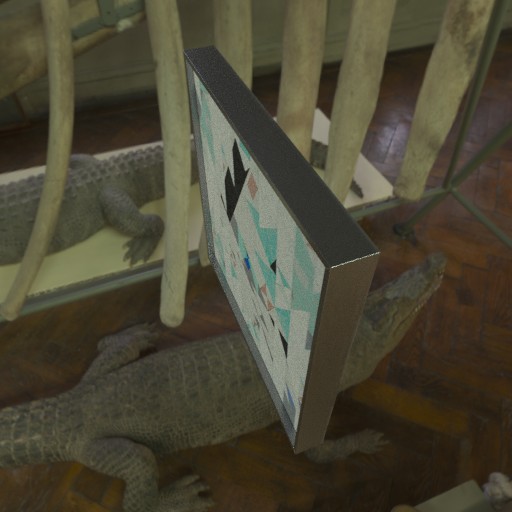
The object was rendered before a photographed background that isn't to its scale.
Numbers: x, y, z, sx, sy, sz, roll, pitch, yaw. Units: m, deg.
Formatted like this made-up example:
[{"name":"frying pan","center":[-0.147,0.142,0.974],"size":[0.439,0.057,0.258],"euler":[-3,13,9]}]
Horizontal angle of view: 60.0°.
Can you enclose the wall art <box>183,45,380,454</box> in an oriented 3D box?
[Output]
[{"name":"wall art","center":[0.000,0.000,0.526],"size":[0.038,0.350,0.350],"euler":[-17,50,-15]}]
